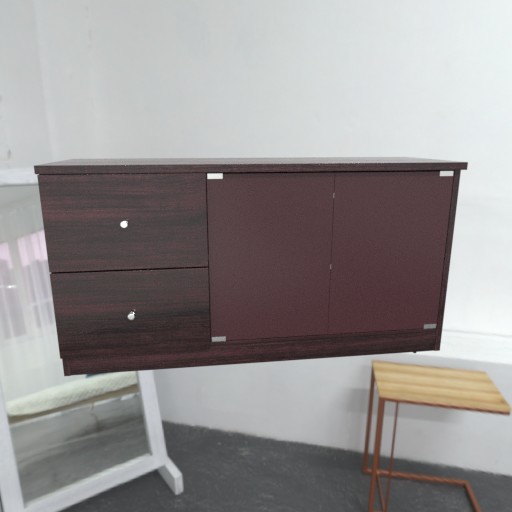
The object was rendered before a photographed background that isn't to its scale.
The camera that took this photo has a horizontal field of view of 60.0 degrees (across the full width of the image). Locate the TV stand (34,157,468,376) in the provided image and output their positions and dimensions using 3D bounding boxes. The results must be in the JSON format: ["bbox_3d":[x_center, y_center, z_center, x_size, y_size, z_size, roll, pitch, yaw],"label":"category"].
[{"bbox_3d":[0.000,0.000,1.458,1.192,0.614,0.404,-2,15,-8],"label":"TV stand"}]
